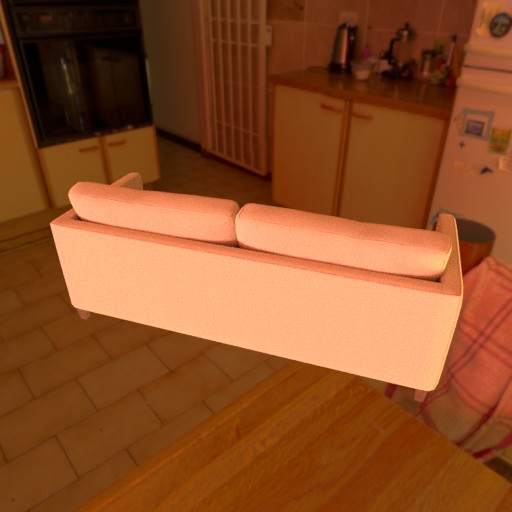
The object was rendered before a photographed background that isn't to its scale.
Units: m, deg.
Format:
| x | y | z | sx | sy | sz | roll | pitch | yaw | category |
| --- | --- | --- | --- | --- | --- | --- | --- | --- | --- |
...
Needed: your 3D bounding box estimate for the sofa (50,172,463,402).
| x | y | z | sx | sy | sz | roll | pitch | yaw | category |
| --- | --- | --- | --- | --- | --- | --- | --- | --- | --- |
| 0.000 | 0.000 | 2.879 | 2.361 | 0.968 | 0.951 | 10 | 33 | 16 | sofa |
